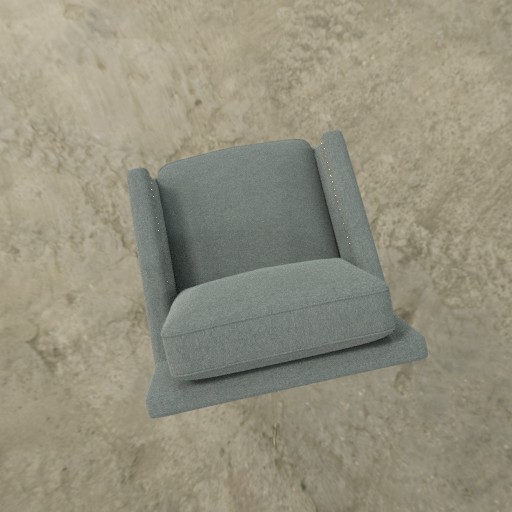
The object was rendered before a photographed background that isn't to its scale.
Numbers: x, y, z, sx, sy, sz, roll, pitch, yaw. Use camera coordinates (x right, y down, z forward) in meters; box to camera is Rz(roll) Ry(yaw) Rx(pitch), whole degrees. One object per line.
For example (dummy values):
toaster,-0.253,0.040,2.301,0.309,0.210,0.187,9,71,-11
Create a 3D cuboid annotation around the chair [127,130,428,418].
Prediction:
chair,0.000,0.000,1.818,0.885,1.031,1.031,-12,76,-3
